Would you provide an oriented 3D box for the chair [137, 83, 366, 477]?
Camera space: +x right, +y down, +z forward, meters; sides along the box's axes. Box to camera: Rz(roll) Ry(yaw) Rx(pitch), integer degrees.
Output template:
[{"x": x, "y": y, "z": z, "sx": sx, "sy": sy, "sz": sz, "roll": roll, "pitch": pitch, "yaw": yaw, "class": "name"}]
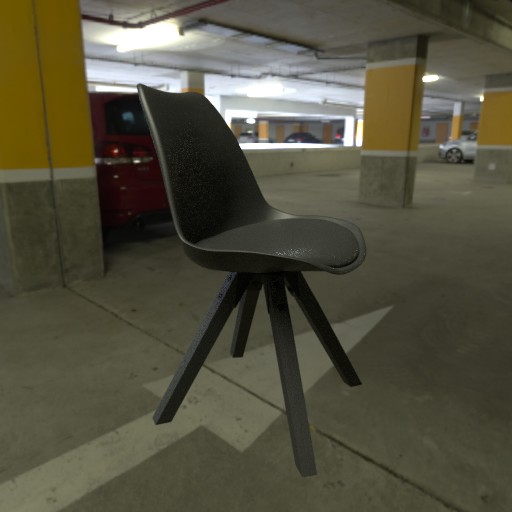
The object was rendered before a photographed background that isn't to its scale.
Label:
[{"x": 0.000, "y": 0.000, "z": 1.160, "sx": 0.550, "sy": 0.850, "sz": 0.485, "roll": 7, "pitch": 17, "yaw": 26, "class": "chair"}]
